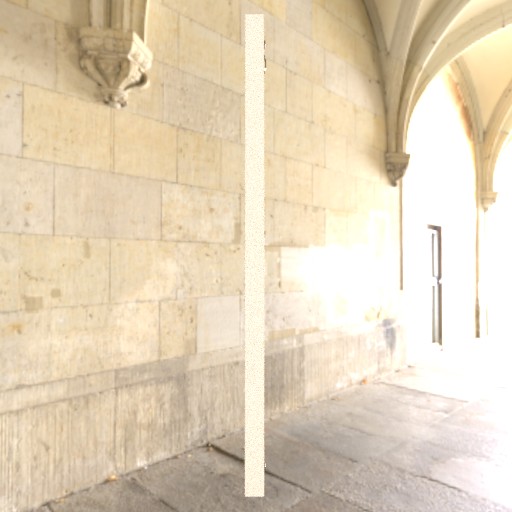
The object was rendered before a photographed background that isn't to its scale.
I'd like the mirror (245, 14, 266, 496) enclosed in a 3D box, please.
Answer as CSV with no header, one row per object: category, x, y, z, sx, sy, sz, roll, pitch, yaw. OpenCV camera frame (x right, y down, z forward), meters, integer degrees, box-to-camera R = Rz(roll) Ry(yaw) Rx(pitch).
mirror,0.000,0.000,1.144,0.041,0.915,0.609,0,-1,0
